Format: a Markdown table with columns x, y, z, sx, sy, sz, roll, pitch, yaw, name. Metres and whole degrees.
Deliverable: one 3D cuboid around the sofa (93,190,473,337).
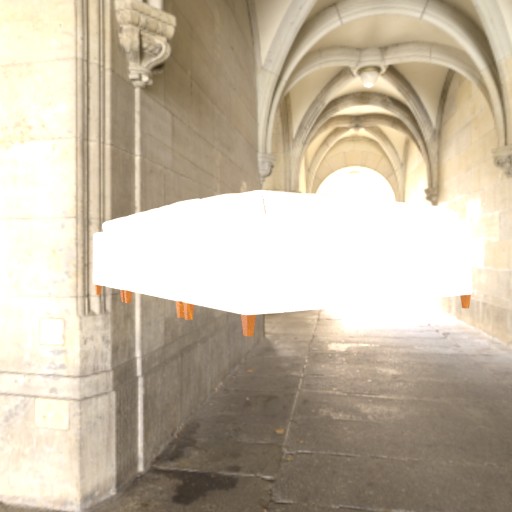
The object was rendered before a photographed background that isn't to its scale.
| x | y | z | sx | sy | sz | roll | pitch | yaw | name |
| --- | --- | --- | --- | --- | --- | --- | --- | --- | --- |
| 0.000 | 0.000 | 4.799 | 2.594 | 0.961 | 3.460 | 0 | 0 | -35 | sofa |
